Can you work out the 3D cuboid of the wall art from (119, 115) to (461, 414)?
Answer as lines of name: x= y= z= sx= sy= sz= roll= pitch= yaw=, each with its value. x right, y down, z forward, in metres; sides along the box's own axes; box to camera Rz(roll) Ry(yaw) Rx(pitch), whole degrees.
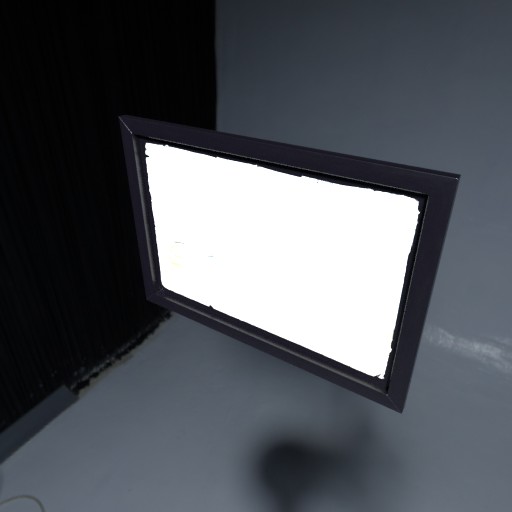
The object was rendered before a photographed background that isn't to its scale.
wall art: x=0.000 y=0.000 z=0.581 sx=0.440 sy=0.306 sz=0.013 roll=18 pitch=35 yaw=28
